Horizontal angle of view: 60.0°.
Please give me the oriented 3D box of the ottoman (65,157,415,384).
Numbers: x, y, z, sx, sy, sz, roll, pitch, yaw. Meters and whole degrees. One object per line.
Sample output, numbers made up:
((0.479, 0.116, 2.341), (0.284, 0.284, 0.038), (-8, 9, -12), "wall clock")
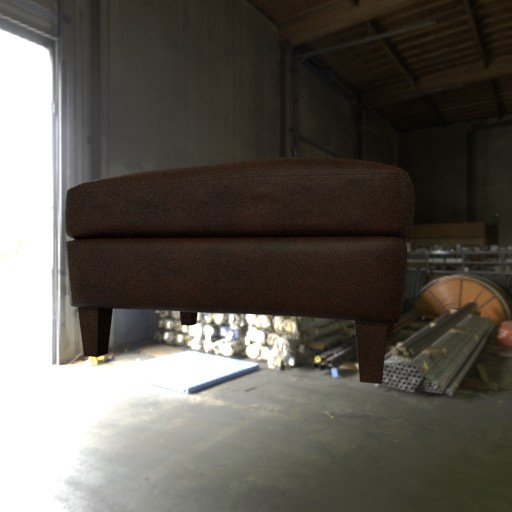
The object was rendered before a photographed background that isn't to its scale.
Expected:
((0.000, 0.000, 1.315), (0.887, 0.527, 0.659), (0, 0, 19), "ottoman")
